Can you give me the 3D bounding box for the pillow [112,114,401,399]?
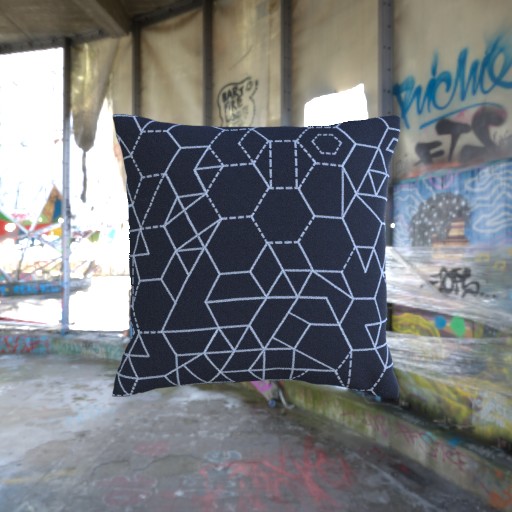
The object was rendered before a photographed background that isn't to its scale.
[{"bbox_3d":[0.000,0.000,0.797,0.517,0.508,0.158,0,0,0],"label":"pillow"}]
